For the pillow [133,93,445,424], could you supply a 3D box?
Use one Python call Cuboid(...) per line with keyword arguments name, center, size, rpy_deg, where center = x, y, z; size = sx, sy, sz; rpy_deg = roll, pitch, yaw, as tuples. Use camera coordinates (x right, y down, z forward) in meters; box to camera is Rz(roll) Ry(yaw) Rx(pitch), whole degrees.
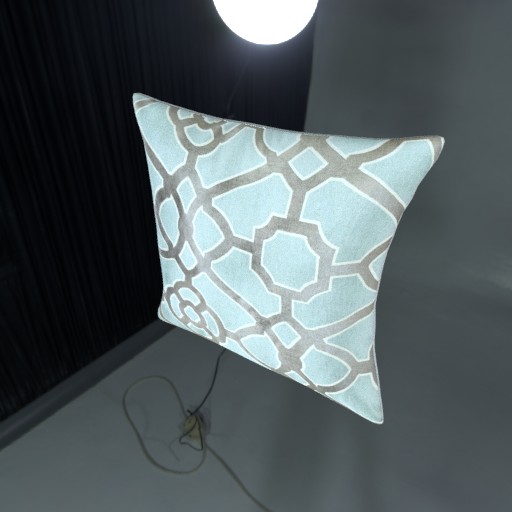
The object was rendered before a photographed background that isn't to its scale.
Cuboid(name="pillow", center=(0.000, 0.000, 0.798), size=(0.552, 0.508, 0.166), rpy_deg=(19, 35, 29))
